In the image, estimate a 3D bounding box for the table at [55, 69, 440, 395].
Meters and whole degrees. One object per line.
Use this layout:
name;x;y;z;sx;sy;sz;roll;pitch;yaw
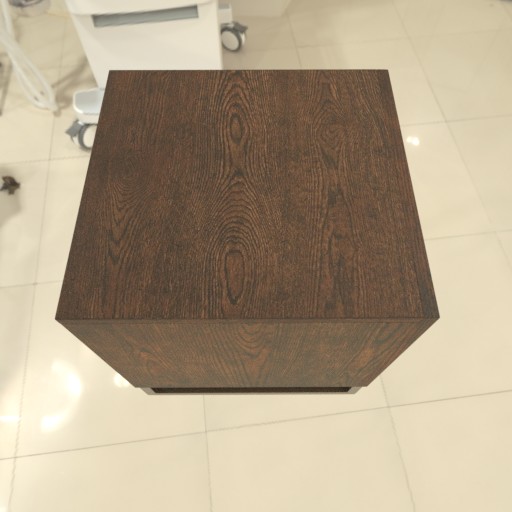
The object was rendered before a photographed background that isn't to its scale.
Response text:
table;0.000;0.000;0.993;0.566;0.582;0.506;0;62;0
